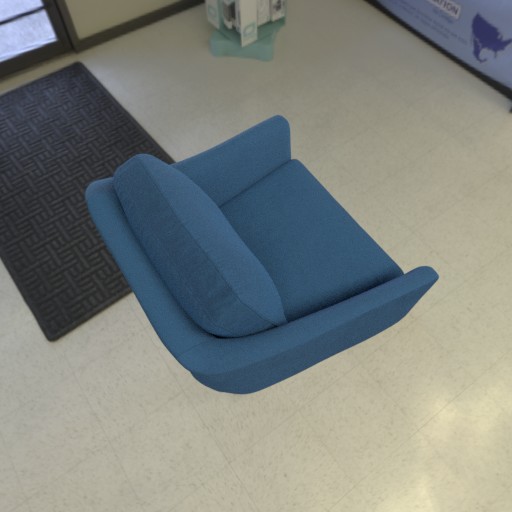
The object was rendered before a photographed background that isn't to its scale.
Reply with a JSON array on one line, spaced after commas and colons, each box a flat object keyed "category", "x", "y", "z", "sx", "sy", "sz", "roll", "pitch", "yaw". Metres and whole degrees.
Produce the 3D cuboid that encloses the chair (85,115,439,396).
[{"category": "chair", "x": 0.000, "y": 0.000, "z": 1.756, "sx": 0.961, "sy": 0.899, "sz": 0.987, "roll": -29, "pitch": 63, "yaw": -16}]
